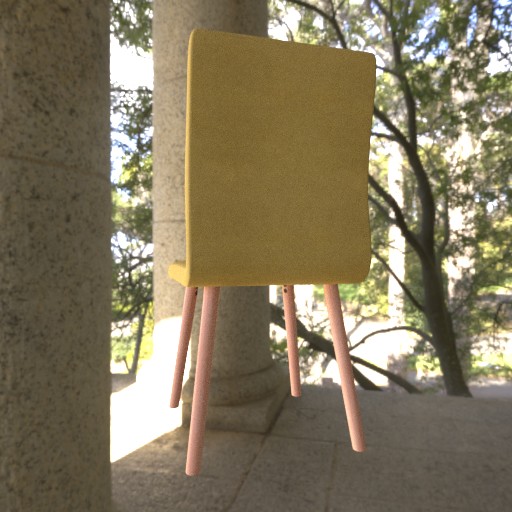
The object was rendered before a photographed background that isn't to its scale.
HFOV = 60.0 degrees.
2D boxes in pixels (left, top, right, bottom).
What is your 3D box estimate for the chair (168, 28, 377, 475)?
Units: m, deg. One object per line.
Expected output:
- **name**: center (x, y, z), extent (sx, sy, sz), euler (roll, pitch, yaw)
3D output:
- **chair**: center (0.000, 0.000, 1.252), extent (0.450, 0.965, 0.550), euler (0, 1, -16)
